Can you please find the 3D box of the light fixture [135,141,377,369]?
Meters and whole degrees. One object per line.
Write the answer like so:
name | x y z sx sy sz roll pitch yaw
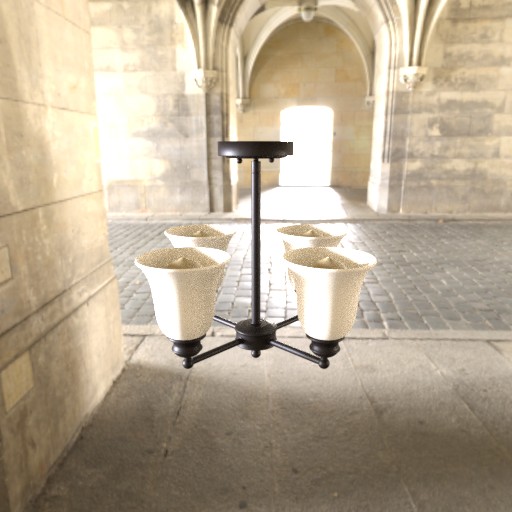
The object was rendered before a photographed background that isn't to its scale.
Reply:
light fixture | 0.000 0.000 1.850 1.069 0.925 1.069 13 19 43
